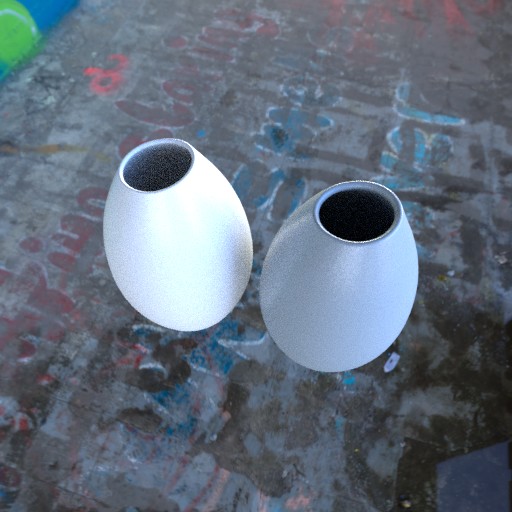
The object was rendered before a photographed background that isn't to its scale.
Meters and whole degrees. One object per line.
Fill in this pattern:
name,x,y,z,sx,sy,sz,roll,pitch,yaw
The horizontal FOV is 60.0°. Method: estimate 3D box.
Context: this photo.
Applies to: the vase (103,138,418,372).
vase,0.000,0.000,0.259,0.187,0.131,0.089,14,60,8
